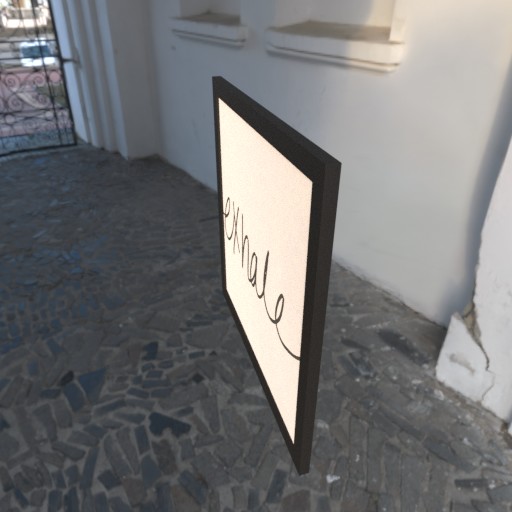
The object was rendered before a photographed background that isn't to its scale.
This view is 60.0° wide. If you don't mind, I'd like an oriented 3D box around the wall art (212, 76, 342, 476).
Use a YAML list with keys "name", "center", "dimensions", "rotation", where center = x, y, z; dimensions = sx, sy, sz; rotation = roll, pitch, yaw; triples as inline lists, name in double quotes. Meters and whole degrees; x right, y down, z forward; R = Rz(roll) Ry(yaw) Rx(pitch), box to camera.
- name: "wall art"
  center: [0.000, 0.000, 0.542]
  dimensions: [0.012, 0.357, 0.358]
  rotation: [-9, 33, -15]
